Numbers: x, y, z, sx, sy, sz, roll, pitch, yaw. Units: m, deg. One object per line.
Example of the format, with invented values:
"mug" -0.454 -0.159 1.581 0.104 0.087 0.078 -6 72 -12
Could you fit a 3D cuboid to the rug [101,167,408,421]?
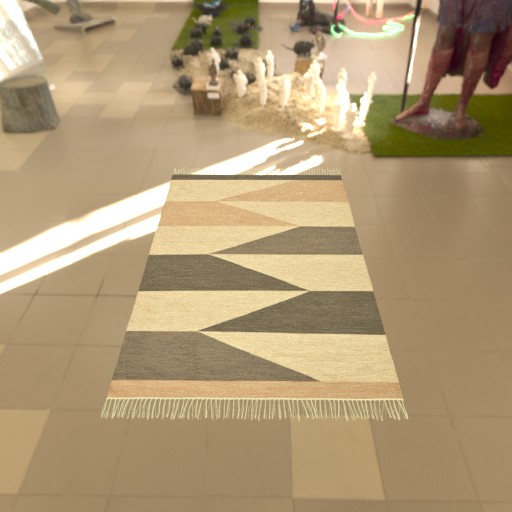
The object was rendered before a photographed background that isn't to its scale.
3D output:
"rug" 0.000 0.000 2.519 1.224 0.027 2.021 0 40 0
